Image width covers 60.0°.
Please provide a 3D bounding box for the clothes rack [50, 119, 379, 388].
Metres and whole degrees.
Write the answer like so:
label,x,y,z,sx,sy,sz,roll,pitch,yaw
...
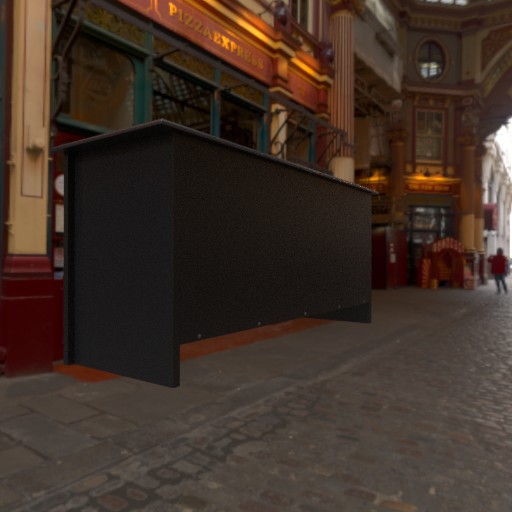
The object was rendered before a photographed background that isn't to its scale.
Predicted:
label,x,y,z,sx,sy,sz,roll,pitch,yaw
clothes rack,0.000,0.000,1.495,0.406,0.556,1.219,0,0,35
